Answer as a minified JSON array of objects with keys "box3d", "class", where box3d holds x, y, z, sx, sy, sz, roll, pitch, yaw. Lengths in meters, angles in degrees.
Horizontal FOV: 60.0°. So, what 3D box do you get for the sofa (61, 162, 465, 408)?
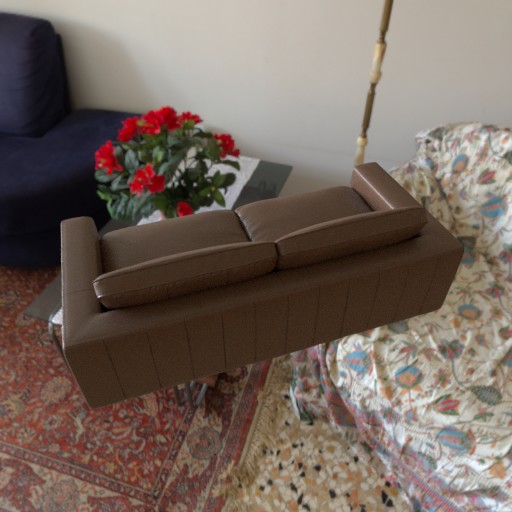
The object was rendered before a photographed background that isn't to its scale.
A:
[{"box3d":[0.000,0.000,2.794,2.262,0.801,1.070,-13,44,-14],"class":"sofa"}]
